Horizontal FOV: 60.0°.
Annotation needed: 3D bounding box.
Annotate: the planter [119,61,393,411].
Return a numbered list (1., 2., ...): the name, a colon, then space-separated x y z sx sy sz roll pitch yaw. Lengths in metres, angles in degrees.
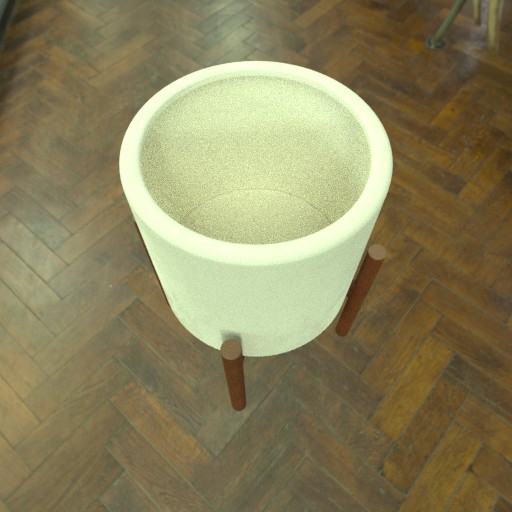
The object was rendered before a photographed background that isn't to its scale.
1. planter: 0.000 0.000 0.518 0.224 0.358 0.224 -31 64 -17
